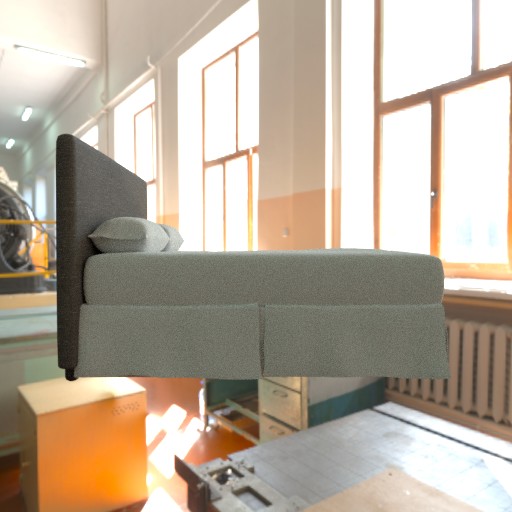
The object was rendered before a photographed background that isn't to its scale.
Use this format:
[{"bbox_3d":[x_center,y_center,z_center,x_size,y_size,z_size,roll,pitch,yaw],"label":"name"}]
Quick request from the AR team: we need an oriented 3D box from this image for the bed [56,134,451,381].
[{"bbox_3d":[0.000,0.000,3.172,2.142,1.330,1.723,0,1,-1],"label":"bed"}]
